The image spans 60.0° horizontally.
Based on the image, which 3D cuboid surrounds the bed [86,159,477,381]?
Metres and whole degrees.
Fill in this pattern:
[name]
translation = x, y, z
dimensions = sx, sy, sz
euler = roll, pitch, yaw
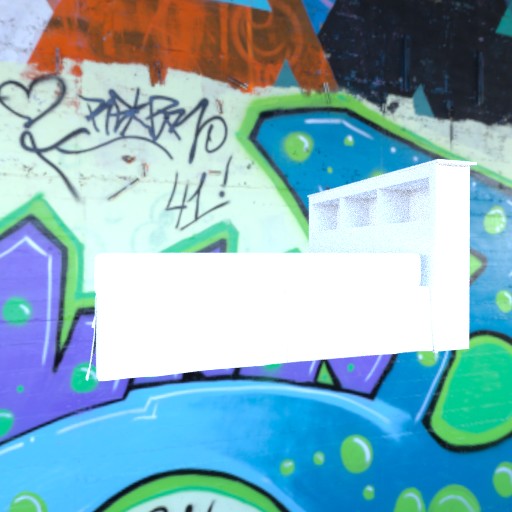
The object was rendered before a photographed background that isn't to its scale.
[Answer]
[bed]
translation = 0.000, 0.000, 3.016
dimensions = 2.133, 1.092, 1.671
euler = 0, 0, -19
